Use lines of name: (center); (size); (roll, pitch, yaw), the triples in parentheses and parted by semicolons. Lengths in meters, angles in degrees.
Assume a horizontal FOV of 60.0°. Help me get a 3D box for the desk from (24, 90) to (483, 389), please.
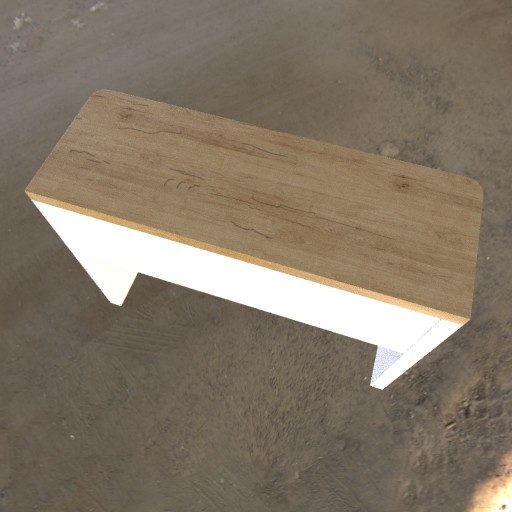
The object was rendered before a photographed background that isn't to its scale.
desk: (0.000, 0.000, 1.459); (1.100, 0.760, 0.390); (16, 63, 8)
